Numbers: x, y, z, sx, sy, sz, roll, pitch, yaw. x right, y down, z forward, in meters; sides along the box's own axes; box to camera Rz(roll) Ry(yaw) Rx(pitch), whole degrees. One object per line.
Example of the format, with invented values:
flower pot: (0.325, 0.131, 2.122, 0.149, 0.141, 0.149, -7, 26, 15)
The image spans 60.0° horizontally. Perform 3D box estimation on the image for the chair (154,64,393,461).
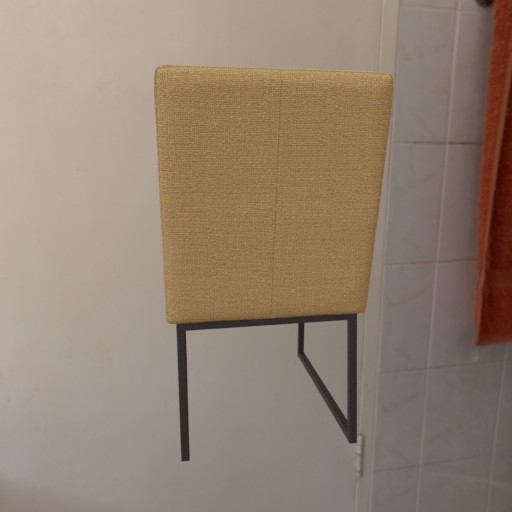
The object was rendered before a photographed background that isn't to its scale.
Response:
chair: (0.000, 0.000, 1.296, 0.520, 0.930, 0.634, -2, 12, -9)
